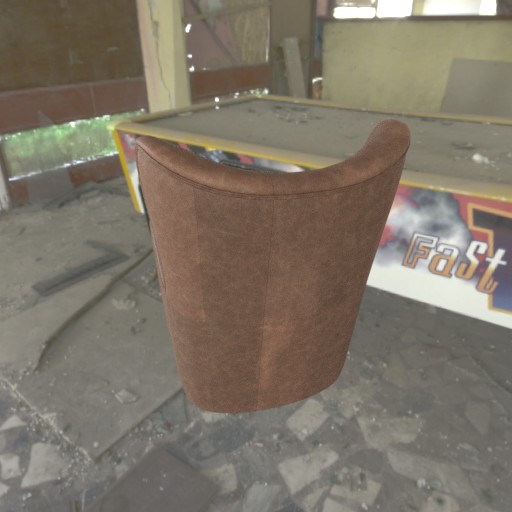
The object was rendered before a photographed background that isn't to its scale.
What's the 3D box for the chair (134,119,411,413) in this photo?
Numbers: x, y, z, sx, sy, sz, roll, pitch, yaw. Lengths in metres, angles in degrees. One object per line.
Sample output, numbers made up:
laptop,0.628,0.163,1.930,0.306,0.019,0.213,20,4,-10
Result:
chair,0.000,0.000,1.740,0.831,1.079,0.930,-8,28,-15
